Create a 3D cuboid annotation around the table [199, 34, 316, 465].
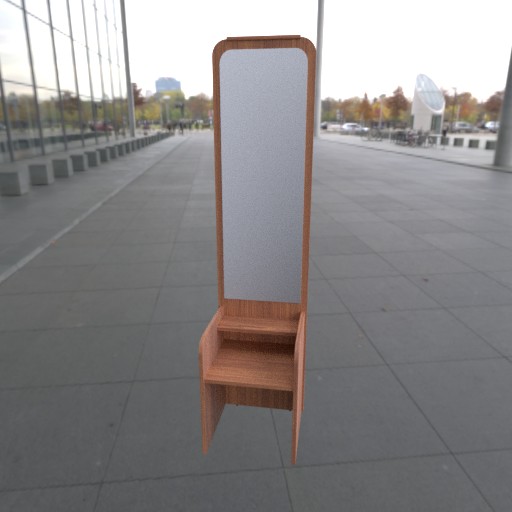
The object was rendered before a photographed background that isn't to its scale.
[{"bbox_3d":[0.000,0.000,1.958,0.450,1.830,0.420,3,17,9],"label":"table"}]
